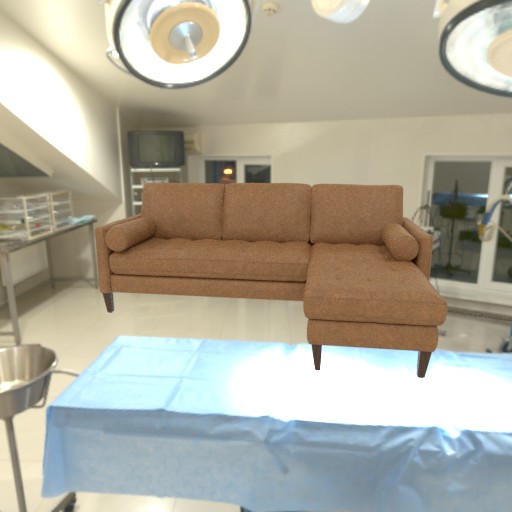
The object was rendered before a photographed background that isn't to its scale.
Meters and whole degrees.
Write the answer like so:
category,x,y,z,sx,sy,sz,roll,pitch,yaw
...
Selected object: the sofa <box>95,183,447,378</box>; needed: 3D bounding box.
category,x,y,z,sx,sy,sz,roll,pitch,yaw
sofa,0.000,0.000,2.904,2.178,0.876,1.506,2,13,8
